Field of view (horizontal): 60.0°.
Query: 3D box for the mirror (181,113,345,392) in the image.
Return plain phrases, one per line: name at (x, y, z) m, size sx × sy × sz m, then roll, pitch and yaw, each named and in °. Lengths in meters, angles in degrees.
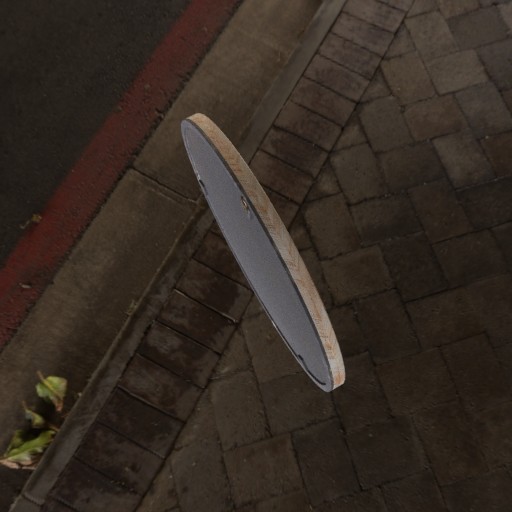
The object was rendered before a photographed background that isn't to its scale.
mirror at (0.000, 0.000, 1.082) m, size 0.038 × 0.710 × 0.710 m, roll -28°, pitch 76°, yaw -7°
